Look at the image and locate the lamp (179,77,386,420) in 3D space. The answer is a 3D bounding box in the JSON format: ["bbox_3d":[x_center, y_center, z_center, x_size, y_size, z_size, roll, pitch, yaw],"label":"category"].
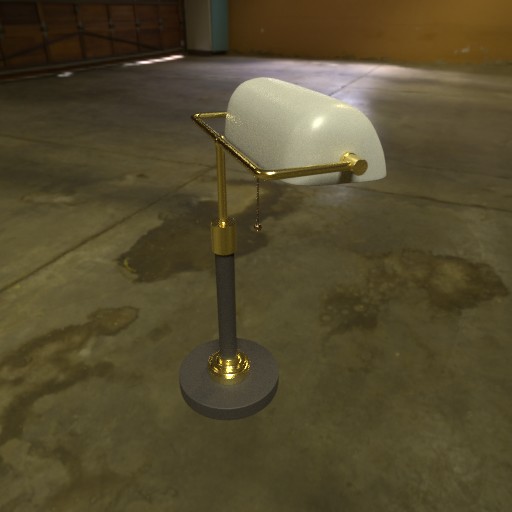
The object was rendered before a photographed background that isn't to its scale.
[{"bbox_3d":[0.000,0.000,0.565,0.227,0.404,0.269,-11,31,-18],"label":"lamp"}]
